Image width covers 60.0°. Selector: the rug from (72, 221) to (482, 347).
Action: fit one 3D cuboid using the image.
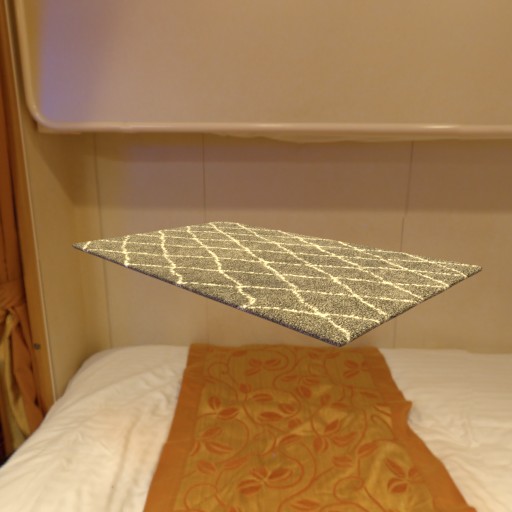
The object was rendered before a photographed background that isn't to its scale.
[{"bbox_3d":[0.000,0.000,3.044,1.524,0.030,2.438,-14,19,-43],"label":"rug"}]
